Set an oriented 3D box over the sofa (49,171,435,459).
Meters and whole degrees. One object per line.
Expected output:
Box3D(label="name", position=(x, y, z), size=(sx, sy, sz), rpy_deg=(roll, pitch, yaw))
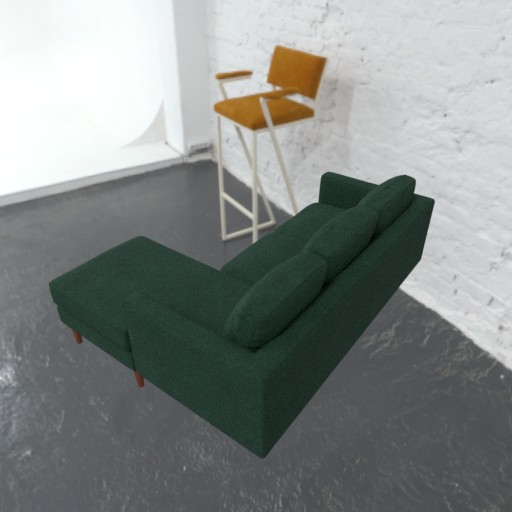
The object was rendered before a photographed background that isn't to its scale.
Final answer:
Box3D(label="sofa", position=(0.000, 0.000, 2.892), size=(1.580, 0.899, 2.030), rpy_deg=(22, 39, 30))
